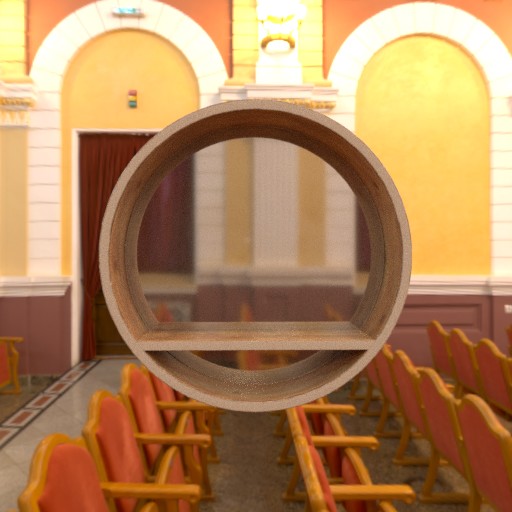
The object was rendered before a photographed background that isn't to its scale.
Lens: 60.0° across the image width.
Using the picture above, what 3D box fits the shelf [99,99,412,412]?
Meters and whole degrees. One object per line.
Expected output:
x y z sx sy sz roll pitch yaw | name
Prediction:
0.000 0.000 1.216 0.806 0.807 0.158 0 1 -1 | shelf
